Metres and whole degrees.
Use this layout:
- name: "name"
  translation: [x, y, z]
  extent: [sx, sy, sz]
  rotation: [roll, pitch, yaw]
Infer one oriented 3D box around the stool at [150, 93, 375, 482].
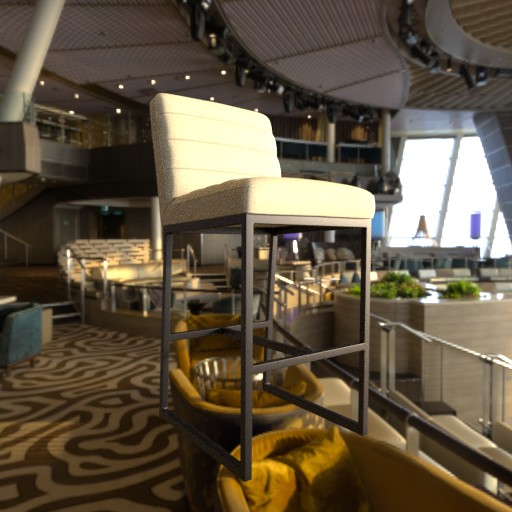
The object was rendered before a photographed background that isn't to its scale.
- name: "stool"
  translation: [0.000, 0.000, 1.356]
  extent: [0.460, 1.040, 0.560]
  rotation: [-2, 3, -36]
